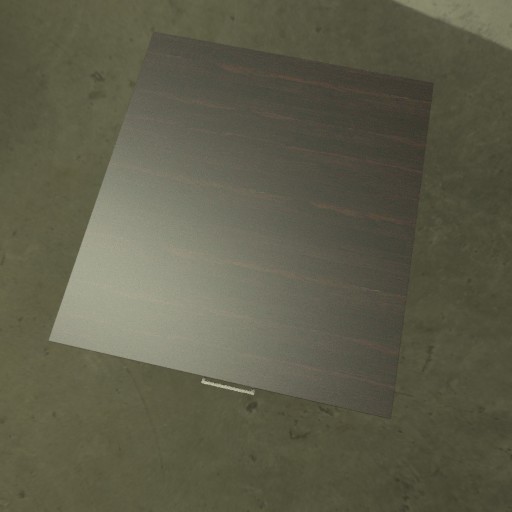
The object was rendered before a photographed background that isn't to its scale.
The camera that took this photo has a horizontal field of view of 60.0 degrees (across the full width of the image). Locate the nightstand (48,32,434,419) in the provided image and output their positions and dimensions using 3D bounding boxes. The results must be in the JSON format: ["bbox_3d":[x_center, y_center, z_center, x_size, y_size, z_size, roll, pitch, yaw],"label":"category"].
[{"bbox_3d":[0.000,0.000,0.781,0.400,0.460,0.461,12,75,3],"label":"nightstand"}]
